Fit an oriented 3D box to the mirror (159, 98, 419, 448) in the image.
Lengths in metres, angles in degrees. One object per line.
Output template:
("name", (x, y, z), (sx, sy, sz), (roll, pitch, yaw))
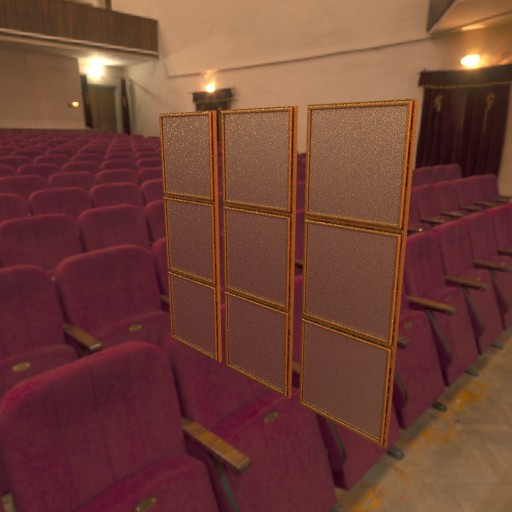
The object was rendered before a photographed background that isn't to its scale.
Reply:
("mirror", (0.000, 0.000, 1.460), (1.011, 0.926, 0.023), (14, 21, 42))
